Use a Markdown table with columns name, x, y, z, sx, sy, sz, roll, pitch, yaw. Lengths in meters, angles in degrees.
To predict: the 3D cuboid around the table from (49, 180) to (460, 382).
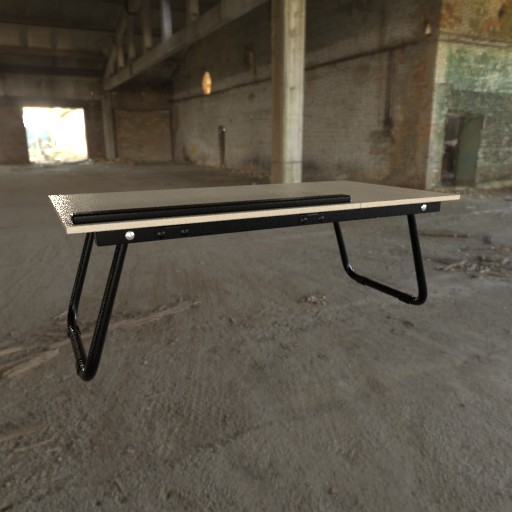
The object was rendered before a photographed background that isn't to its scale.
| name | x | y | z | sx | sy | sz | roll | pitch | yaw |
| --- | --- | --- | --- | --- | --- | --- | --- | --- | --- |
| table | 0.000 | 0.000 | 0.801 | 0.644 | 0.242 | 0.322 | -8 | 17 | -26 |
